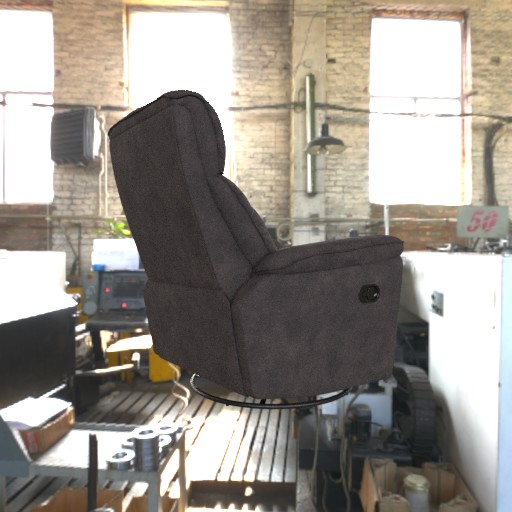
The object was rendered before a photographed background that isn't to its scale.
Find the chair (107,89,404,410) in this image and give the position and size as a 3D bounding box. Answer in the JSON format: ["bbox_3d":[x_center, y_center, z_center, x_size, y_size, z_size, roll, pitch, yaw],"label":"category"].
[{"bbox_3d":[0.000,0.000,1.763,1.009,1.035,0.830,-1,1,-37],"label":"chair"}]
